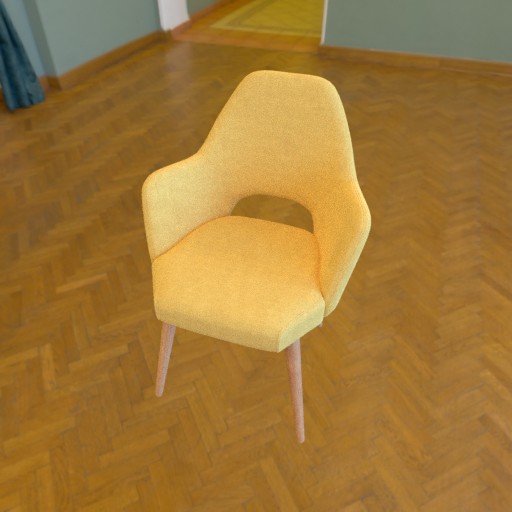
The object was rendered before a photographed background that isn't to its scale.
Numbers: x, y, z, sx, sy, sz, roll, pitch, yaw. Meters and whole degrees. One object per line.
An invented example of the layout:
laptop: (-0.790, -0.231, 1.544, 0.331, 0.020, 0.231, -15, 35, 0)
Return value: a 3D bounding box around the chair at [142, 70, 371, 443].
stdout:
chair: (0.000, 0.000, 1.262, 0.590, 0.840, 0.610, 13, 42, 14)
